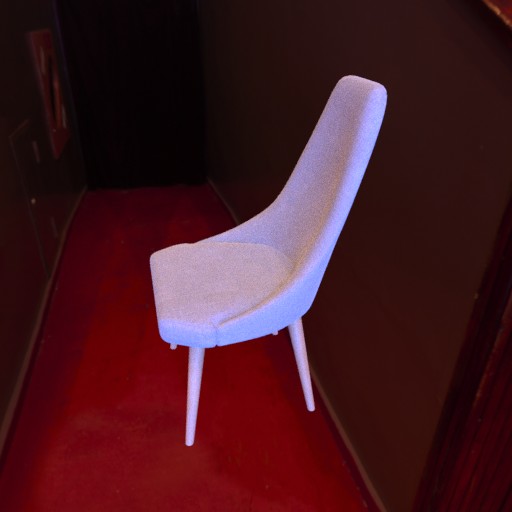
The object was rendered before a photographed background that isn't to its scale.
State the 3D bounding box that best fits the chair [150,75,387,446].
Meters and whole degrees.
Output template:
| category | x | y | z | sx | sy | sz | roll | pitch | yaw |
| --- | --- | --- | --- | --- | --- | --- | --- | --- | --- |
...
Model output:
| category | x | y | z | sx | sy | sz | roll | pitch | yaw |
| --- | --- | --- | --- | --- | --- | --- | --- | --- | --- |
| chair | 0.000 | 0.000 | 1.419 | 0.660 | 1.040 | 0.510 | -8 | 31 | -13 |
